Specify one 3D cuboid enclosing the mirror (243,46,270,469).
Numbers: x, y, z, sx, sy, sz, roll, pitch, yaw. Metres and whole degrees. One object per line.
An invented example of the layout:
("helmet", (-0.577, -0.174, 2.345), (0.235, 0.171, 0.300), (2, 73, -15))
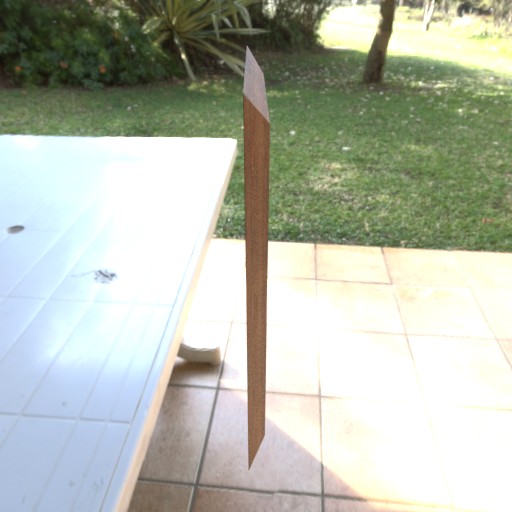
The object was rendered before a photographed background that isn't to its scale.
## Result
("mirror", (0.000, 0.000, 1.251), (0.047, 1.010, 0.651), (0, 32, 0))
